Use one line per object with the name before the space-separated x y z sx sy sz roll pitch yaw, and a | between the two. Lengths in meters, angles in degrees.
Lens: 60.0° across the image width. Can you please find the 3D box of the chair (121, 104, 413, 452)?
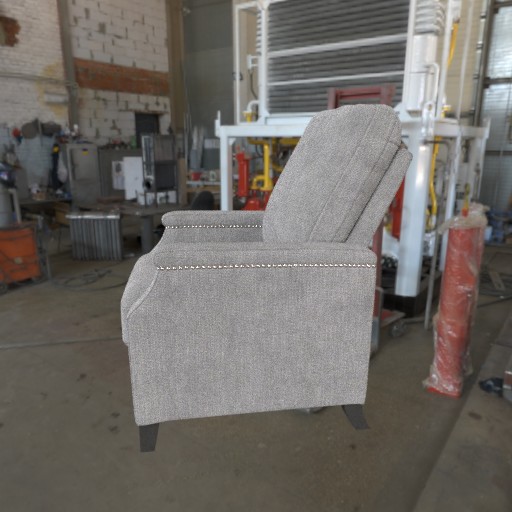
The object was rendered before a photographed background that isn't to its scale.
chair | 0.000 0.000 1.629 0.922 1.049 0.710 -2 15 -9
